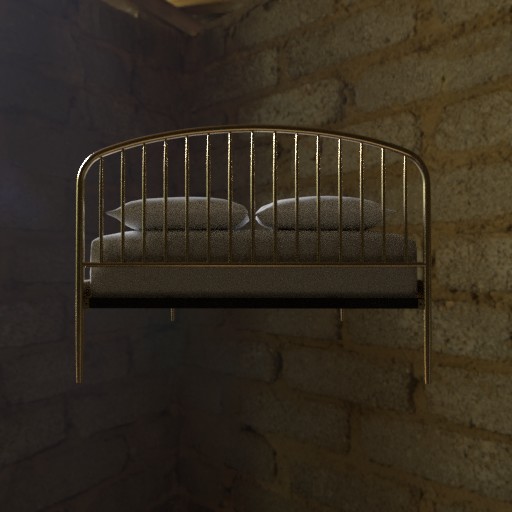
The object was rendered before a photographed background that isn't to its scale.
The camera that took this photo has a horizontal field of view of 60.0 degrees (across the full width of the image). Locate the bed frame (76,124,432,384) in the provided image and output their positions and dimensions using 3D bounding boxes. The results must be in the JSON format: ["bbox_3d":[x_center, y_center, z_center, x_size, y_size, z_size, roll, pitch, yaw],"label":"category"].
[{"bbox_3d":[0.000,0.000,3.070,1.612,1.175,2.152,0,-1,1],"label":"bed frame"}]
